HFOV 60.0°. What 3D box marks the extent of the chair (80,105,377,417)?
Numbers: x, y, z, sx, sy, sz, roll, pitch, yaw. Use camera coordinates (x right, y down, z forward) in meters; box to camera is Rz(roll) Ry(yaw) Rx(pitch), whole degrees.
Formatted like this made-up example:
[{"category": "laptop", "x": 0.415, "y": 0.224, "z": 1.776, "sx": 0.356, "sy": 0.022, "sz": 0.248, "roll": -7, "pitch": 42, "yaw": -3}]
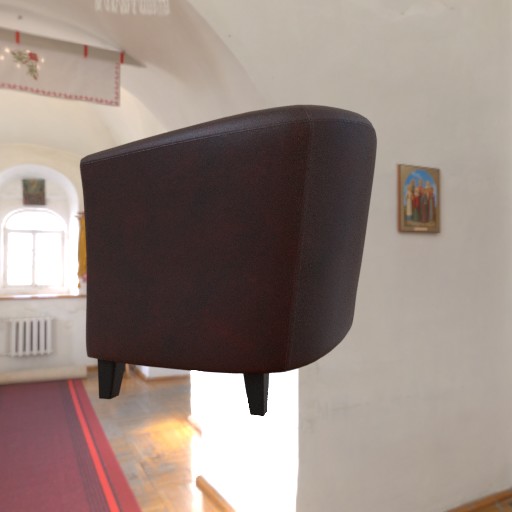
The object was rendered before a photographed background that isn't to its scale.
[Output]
[{"category": "chair", "x": 0.000, "y": 0.000, "z": 1.385, "sx": 0.727, "sy": 0.756, "sz": 0.792, "roll": 0, "pitch": 0, "yaw": 18}]
